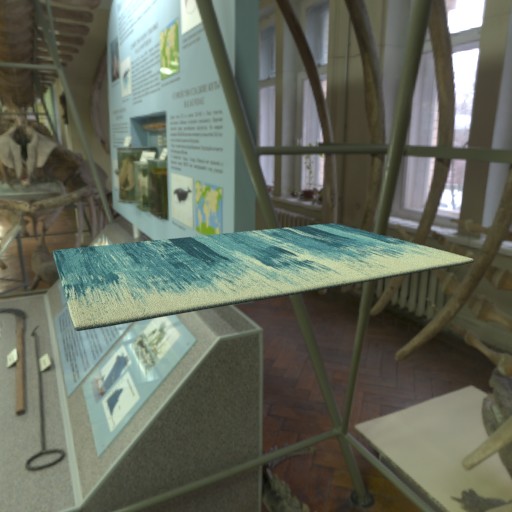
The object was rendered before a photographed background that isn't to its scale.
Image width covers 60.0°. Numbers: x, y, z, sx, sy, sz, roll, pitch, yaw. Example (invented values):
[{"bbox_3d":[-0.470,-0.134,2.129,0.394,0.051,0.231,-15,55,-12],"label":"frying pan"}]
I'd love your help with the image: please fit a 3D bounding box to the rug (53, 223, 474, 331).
[{"bbox_3d":[0.000,0.000,3.004,2.450,0.027,1.540,-7,16,-26],"label":"rug"}]
